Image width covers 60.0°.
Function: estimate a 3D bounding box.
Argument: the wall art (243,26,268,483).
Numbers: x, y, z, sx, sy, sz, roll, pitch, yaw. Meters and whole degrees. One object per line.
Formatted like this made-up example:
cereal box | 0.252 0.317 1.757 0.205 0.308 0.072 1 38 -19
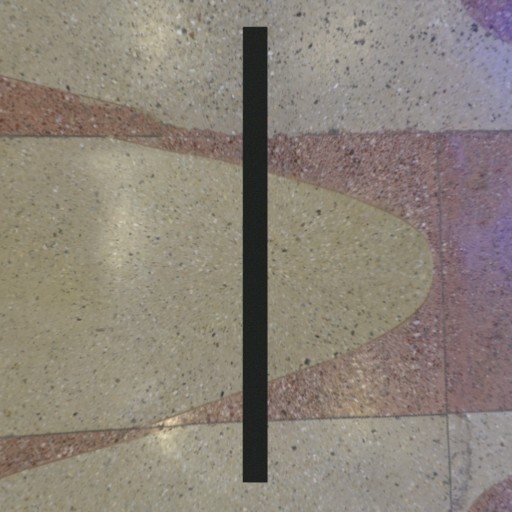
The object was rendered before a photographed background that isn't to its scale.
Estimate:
wall art | 0.000 0.000 1.115 0.044 0.758 0.758 0 89 0
